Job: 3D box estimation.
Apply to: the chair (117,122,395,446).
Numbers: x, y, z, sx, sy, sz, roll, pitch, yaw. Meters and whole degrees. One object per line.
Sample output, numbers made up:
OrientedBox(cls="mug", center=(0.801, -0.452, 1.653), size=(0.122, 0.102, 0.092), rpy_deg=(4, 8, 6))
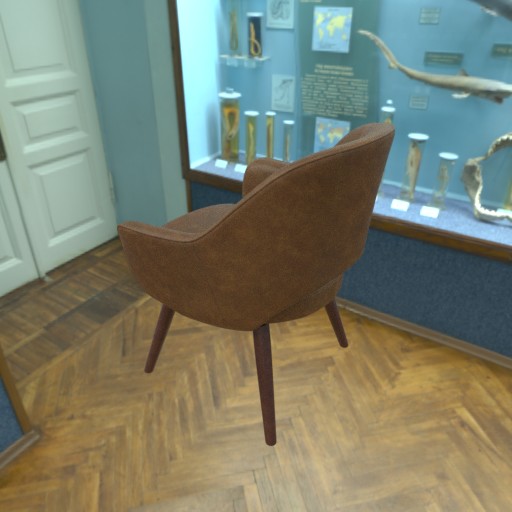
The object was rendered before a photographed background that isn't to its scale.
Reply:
OrientedBox(cls="chair", center=(0.000, 0.000, 1.216), size=(0.640, 0.777, 0.591), rpy_deg=(19, 36, 29))
